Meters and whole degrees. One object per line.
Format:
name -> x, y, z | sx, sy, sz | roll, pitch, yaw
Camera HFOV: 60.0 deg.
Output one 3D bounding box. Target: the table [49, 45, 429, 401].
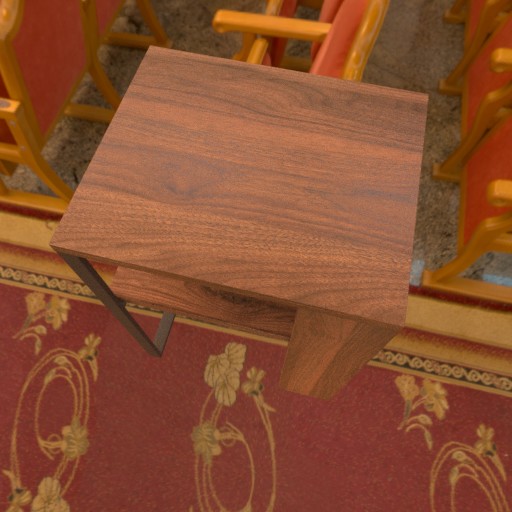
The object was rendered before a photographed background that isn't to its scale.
table -> 0.000, 0.000, 1.549 | 0.786, 1.041, 0.660 | 13, 65, 6
